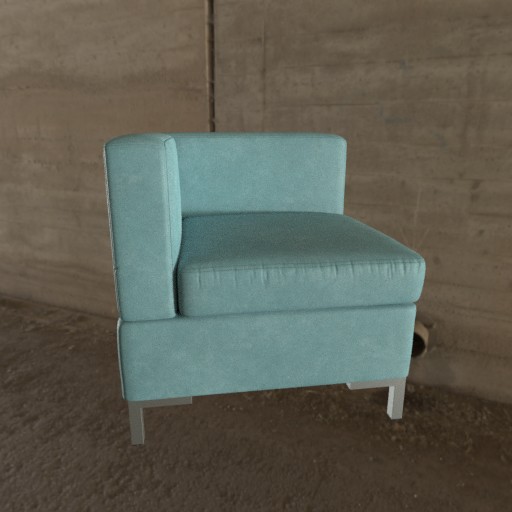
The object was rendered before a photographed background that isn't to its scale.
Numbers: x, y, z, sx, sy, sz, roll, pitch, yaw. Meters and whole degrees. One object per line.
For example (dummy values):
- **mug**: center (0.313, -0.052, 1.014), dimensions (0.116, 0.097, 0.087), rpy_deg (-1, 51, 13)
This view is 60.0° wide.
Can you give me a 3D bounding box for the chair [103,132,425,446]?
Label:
- **chair**: center (0.000, 0.000, 1.230), dimensions (0.680, 0.660, 0.680), rpy_deg (-2, 16, -8)
